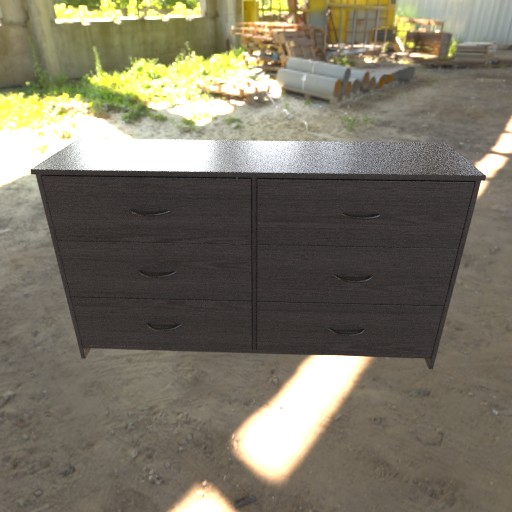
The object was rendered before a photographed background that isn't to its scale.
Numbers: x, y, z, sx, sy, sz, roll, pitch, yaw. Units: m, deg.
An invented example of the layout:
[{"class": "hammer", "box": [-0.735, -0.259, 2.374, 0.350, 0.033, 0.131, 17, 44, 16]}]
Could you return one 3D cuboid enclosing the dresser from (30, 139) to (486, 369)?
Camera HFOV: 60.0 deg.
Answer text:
[{"class": "dresser", "box": [0.000, 0.000, 1.648, 1.360, 0.755, 0.401, 1, 29, 2]}]
